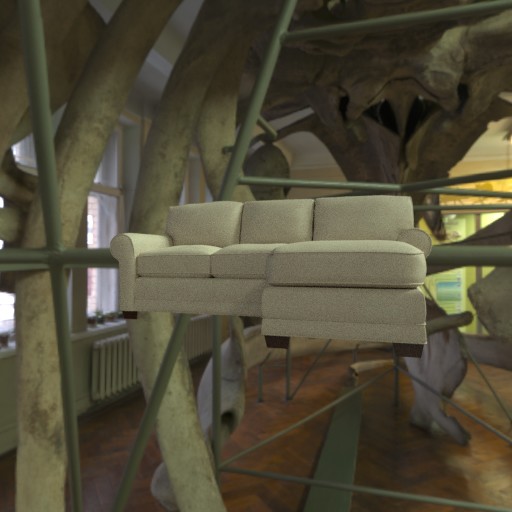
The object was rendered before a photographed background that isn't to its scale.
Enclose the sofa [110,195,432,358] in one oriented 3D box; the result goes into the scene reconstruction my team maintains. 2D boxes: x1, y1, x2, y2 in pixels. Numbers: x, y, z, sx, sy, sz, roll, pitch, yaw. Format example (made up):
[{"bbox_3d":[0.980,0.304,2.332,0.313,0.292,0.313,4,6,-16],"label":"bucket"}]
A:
[{"bbox_3d":[0.000,0.000,2.396,1.770,0.734,1.226,0,0,18],"label":"sofa"}]
